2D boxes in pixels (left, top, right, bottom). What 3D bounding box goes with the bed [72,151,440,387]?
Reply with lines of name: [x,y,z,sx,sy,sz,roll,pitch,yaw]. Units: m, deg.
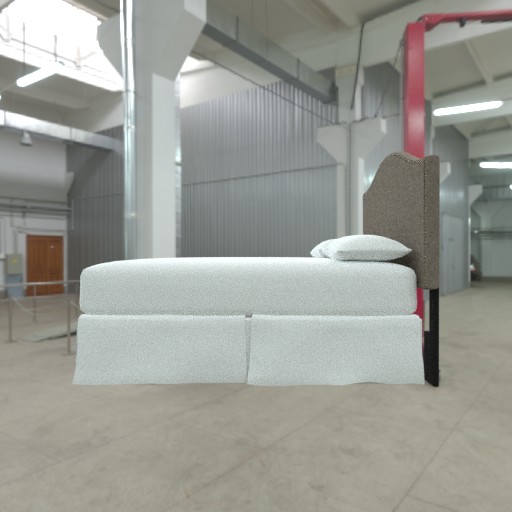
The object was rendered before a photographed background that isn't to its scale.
bed: [0.000,0.000,3.360,2.153,1.518,1.713,0,0,1]
